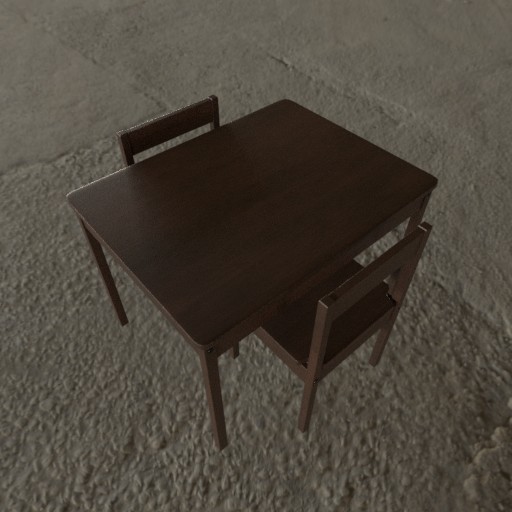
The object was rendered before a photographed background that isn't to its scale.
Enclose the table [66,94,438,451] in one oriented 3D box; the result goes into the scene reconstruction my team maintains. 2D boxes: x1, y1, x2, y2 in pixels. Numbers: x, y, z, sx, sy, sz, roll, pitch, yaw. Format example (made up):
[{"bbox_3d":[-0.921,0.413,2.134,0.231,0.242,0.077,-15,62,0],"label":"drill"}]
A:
[{"bbox_3d":[0.000,0.000,1.109,0.650,0.503,0.672,-32,55,-27],"label":"table"}]
